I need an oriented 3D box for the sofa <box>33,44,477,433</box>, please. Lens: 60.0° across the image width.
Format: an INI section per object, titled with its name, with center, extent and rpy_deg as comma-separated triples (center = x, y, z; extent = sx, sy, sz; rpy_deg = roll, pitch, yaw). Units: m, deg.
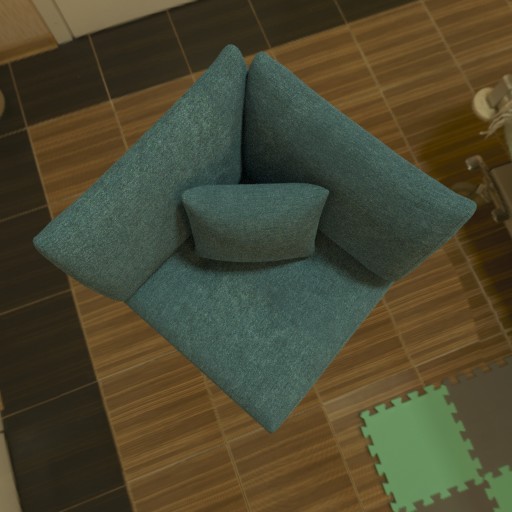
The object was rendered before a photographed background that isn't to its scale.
[sofa]
center = 0.000, 0.000, 1.728
extent = 1.000, 0.820, 1.000
rpy_deg = 39, 79, 9
